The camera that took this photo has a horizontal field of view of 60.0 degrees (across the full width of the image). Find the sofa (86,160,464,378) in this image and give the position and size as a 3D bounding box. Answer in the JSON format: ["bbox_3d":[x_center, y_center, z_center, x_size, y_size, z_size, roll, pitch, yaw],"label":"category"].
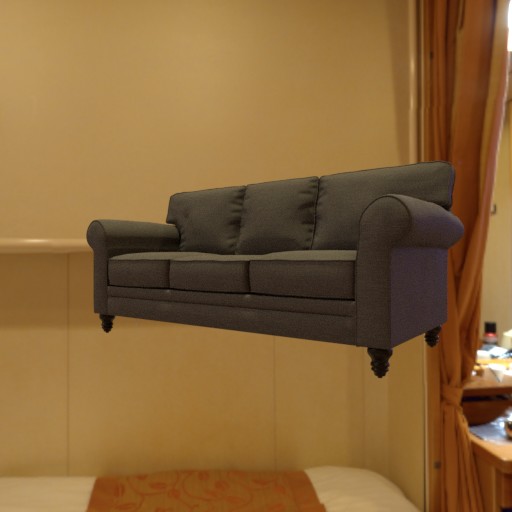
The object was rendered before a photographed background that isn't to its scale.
[{"bbox_3d":[0.000,0.000,2.579,2.084,0.966,0.909,0,0,36],"label":"sofa"}]
